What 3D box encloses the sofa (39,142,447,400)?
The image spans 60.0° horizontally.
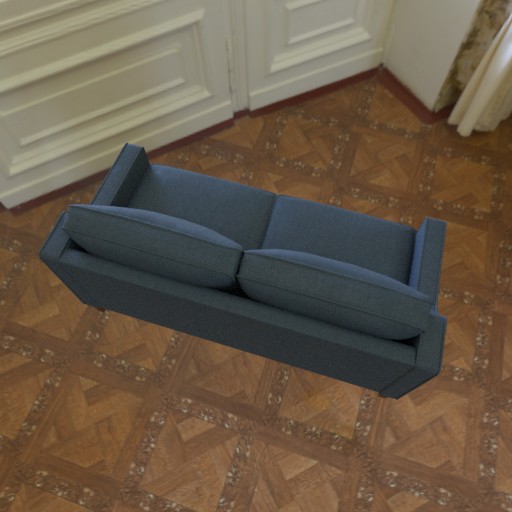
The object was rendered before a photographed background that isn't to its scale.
[{"bbox_3d":[0.000,0.000,2.821,2.178,1.071,1.066,15,63,8],"label":"sofa"}]
